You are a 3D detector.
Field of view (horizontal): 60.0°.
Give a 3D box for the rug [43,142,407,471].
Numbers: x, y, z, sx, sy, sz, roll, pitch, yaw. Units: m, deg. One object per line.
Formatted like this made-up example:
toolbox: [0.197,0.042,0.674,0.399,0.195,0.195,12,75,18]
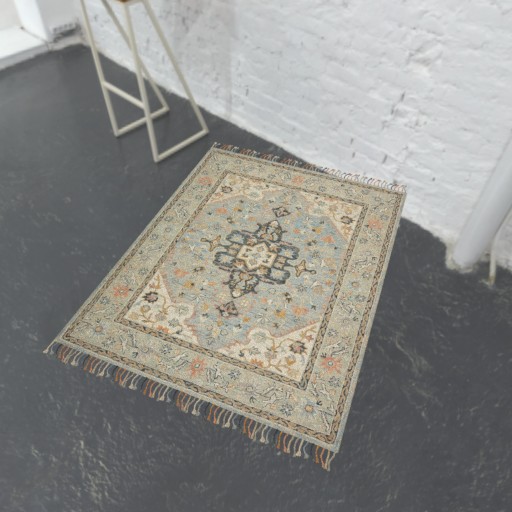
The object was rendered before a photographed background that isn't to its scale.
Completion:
rug: [0.000,0.000,4.228,2.379,0.011,3.221,16,50,15]
